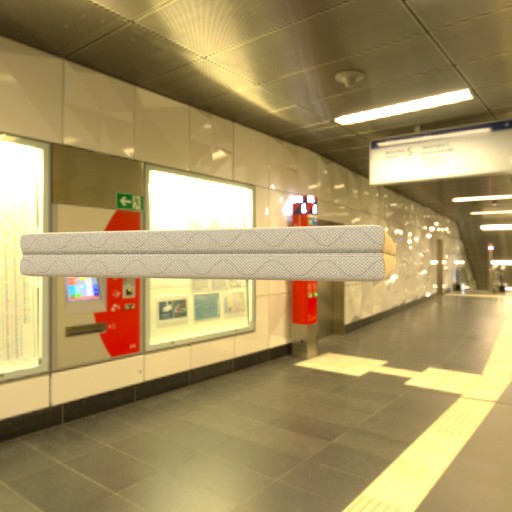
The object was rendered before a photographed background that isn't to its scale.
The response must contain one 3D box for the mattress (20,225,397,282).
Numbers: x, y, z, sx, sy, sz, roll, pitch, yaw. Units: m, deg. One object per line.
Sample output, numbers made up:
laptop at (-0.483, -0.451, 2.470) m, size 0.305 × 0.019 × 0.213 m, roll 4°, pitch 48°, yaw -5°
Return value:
mattress at (0.000, 0.000, 2.705) m, size 1.600 × 0.200 × 2.000 m, roll 0°, pitch -1°, yaw 19°
